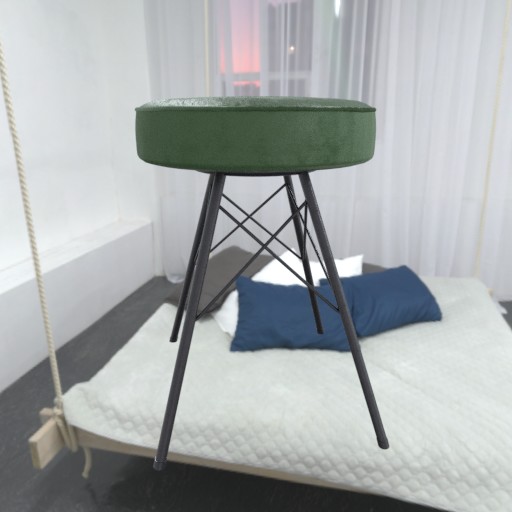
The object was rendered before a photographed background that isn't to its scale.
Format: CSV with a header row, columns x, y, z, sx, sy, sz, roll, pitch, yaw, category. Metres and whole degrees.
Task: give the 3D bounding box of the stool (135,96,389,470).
x,y,z,sx,sy,sz,roll,pitch,yaw,category
0.000,0.000,0.890,0.430,0.595,0.457,-2,18,-7,stool
